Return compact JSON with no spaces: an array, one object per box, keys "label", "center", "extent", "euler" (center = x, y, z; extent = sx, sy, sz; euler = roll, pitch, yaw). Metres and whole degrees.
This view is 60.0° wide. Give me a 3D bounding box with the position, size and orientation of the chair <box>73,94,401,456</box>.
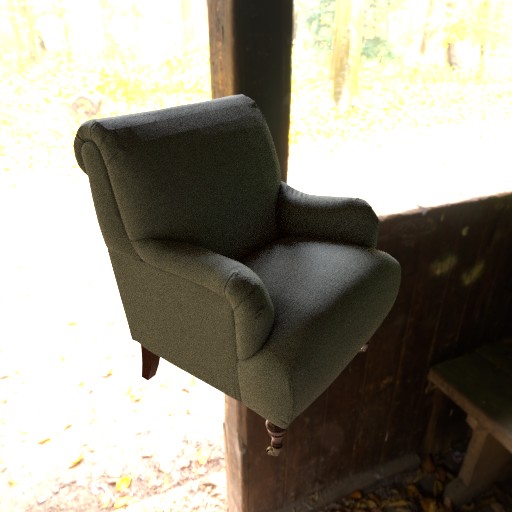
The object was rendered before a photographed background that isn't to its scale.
[{"label":"chair","center":[0.000,0.000,1.914],"extent":[1.060,1.178,0.964],"euler":[19,33,33]}]
